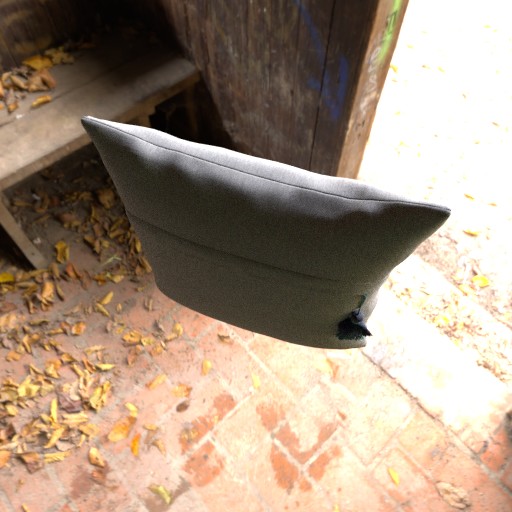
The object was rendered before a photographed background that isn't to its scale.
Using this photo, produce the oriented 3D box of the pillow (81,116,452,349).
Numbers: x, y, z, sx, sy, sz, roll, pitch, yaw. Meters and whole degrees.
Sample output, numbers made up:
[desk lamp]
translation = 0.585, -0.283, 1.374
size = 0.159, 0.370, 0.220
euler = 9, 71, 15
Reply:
[pillow]
translation = 0.000, 0.000, 0.679
size = 0.433, 0.436, 0.173
euler = 16, 60, 10
